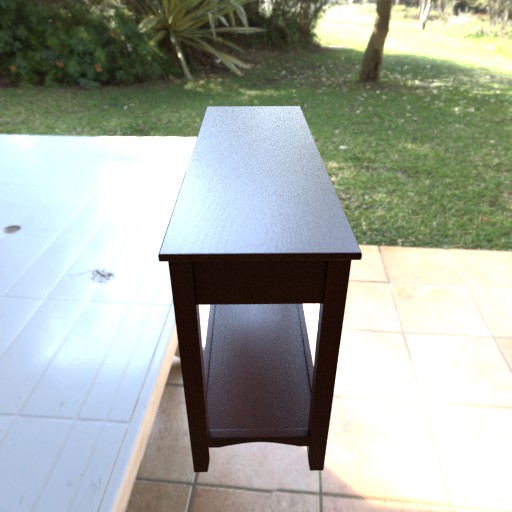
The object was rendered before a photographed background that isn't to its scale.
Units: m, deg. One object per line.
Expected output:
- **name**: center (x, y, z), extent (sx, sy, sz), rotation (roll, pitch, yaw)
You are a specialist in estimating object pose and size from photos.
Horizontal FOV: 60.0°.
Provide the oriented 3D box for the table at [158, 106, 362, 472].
- **table**: center (0.000, 0.000, 1.541), extent (0.392, 0.739, 1.188), rotation (0, 32, -1)
